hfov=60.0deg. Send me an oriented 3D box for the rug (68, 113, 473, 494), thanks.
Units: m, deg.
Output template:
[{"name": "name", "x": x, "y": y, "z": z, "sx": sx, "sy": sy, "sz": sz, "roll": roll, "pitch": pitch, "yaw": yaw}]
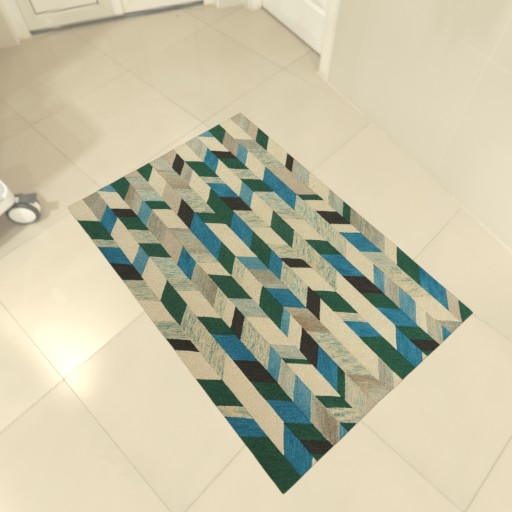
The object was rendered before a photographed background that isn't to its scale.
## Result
[{"name": "rug", "x": 0.000, "y": 0.000, "z": 2.295, "sx": 1.229, "sy": 0.005, "sz": 1.827, "roll": -35, "pitch": 64, "yaw": -20}]
